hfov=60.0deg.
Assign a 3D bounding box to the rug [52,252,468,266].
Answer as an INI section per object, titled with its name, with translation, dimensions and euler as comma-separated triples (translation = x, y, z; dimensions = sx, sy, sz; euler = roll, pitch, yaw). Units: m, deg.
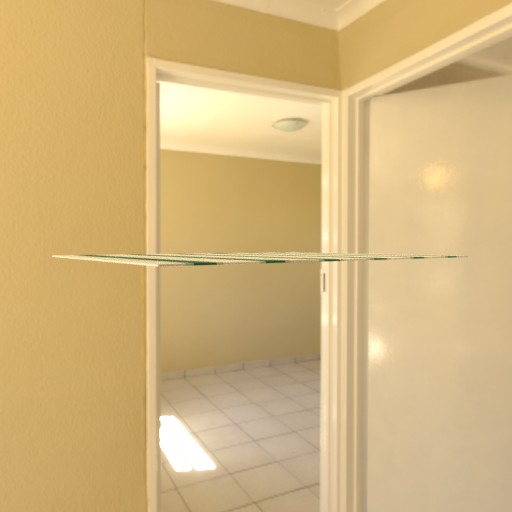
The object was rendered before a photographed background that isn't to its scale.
[rug]
translation = 0.000, 0.000, 4.139
dimensions = 3.041, 0.019, 2.434
euler = -1, 2, -36
